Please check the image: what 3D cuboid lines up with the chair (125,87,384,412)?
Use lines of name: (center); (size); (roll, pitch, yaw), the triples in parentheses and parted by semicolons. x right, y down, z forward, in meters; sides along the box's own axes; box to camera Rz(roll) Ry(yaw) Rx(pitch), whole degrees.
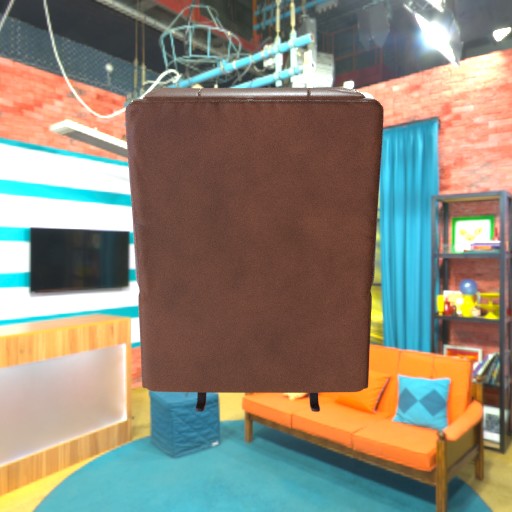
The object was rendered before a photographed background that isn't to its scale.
chair: (0.000, 0.000, 1.763); (0.838, 1.054, 1.014); (0, 0, 1)
